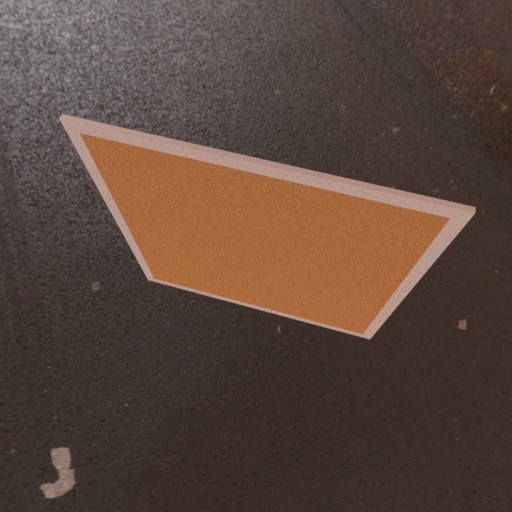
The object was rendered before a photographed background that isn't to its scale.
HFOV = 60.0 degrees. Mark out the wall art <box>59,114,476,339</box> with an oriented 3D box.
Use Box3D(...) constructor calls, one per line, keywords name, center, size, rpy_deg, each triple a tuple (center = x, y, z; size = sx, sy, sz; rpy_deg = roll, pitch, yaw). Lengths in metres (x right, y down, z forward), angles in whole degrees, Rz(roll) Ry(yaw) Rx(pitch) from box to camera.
Box3D(name="wall art", center=(0.000, 0.000, 1.201), size=(0.812, 0.813, 0.013), rpy_deg=(14, 64, 7))
